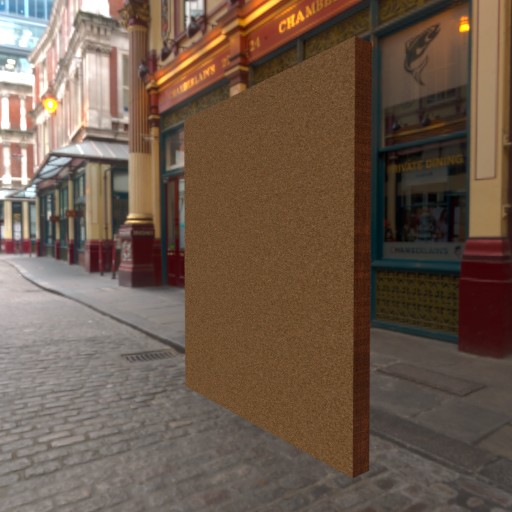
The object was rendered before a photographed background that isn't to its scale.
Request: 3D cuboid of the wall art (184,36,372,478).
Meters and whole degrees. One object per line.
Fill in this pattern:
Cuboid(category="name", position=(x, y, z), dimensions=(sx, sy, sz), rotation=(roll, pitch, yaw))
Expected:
Cuboid(category="wall art", position=(0.000, 0.000, 0.765), dimensions=(0.033, 0.567, 0.467), rotation=(-1, 2, -36))
